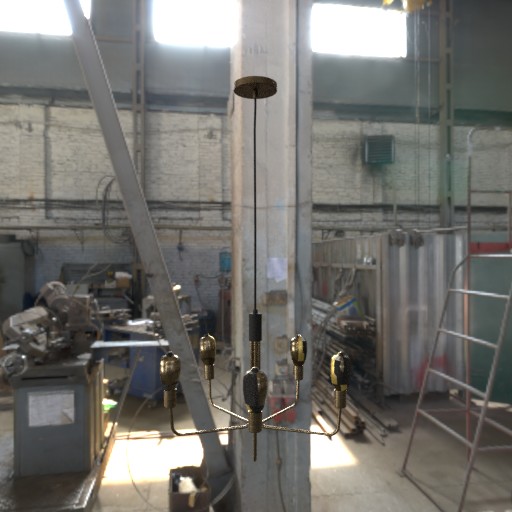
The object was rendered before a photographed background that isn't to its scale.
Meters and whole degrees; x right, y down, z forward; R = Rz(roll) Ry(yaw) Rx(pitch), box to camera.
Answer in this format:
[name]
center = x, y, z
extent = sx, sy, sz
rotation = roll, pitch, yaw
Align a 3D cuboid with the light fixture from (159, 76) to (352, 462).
[light fixture]
center = 0.000, 0.000, 1.397
extent = 0.588, 1.059, 0.532
rotation = 0, 0, 36
